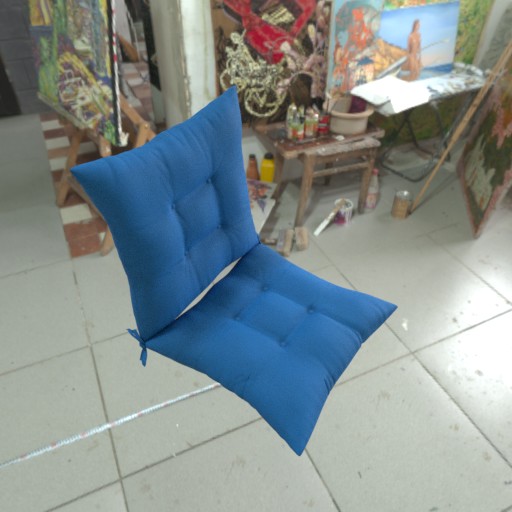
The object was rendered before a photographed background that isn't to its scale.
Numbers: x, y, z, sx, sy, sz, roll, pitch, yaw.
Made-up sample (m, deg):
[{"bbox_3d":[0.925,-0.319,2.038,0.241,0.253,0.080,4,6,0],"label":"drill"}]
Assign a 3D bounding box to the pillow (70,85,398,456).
[{"bbox_3d":[0.000,0.000,1.033,0.585,0.536,0.541,25,47,26],"label":"pillow"}]
